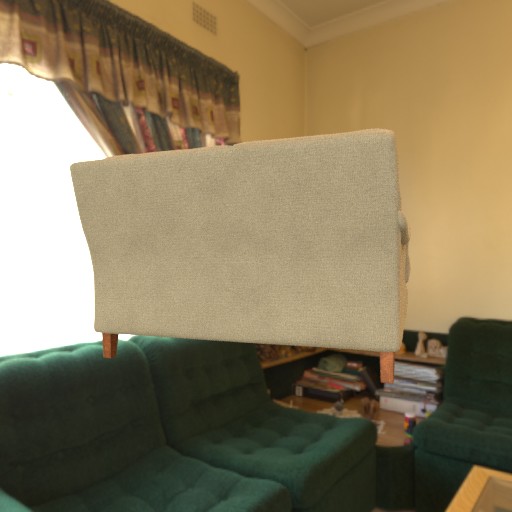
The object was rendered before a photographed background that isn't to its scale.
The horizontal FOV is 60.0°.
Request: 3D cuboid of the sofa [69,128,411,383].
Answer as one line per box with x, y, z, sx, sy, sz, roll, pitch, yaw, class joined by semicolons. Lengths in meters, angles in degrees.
0.000;0.000;2.250;1.480;0.999;1.087;0;-1;20;sofa
